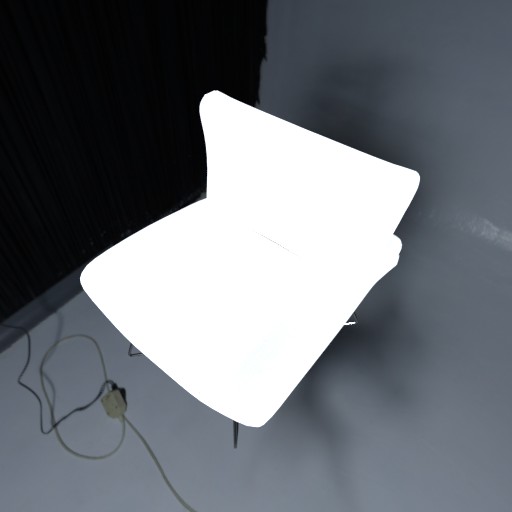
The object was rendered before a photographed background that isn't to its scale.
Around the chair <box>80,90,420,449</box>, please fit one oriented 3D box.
[{"bbox_3d":[0.000,0.000,1.646,0.859,0.855,1.008,31,54,26],"label":"chair"}]
